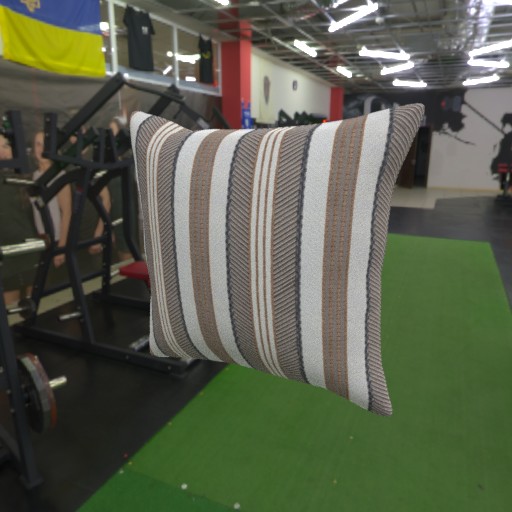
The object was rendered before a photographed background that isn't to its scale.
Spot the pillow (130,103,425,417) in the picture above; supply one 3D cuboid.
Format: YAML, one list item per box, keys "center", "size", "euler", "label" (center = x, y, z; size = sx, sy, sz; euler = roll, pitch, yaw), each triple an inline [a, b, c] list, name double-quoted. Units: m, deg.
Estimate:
- center: [0.000, 0.000, 0.629]
  size: [0.416, 0.401, 0.173]
  euler: [7, 17, 25]
  label: "pillow"
